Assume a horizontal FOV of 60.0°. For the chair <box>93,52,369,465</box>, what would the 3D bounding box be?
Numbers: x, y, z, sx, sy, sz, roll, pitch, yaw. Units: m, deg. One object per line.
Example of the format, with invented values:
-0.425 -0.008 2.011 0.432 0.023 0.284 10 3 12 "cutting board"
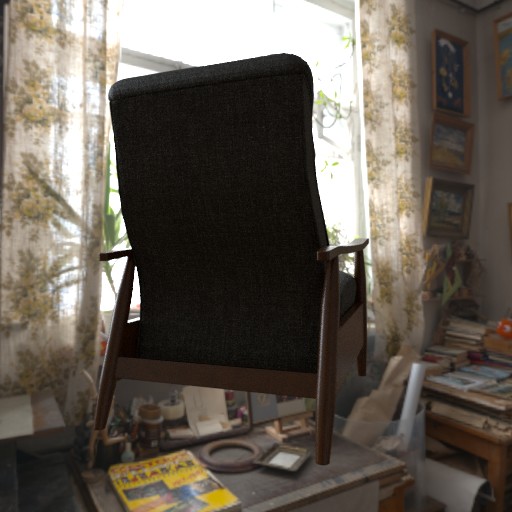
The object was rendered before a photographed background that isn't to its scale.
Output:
0.000 0.000 1.715 0.762 1.082 1.014 0 -1 20 "chair"
